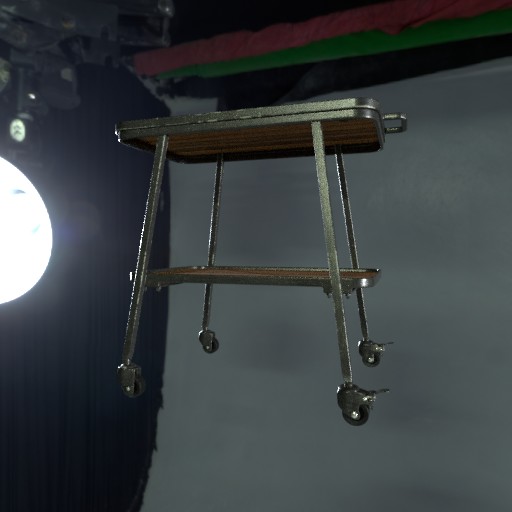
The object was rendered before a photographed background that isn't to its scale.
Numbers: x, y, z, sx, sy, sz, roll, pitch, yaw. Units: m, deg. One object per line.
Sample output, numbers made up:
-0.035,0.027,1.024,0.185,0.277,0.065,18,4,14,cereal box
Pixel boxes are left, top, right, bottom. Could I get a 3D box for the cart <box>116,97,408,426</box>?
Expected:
0.000,0.000,1.253,0.806,0.700,0.515,0,2,18,cart
